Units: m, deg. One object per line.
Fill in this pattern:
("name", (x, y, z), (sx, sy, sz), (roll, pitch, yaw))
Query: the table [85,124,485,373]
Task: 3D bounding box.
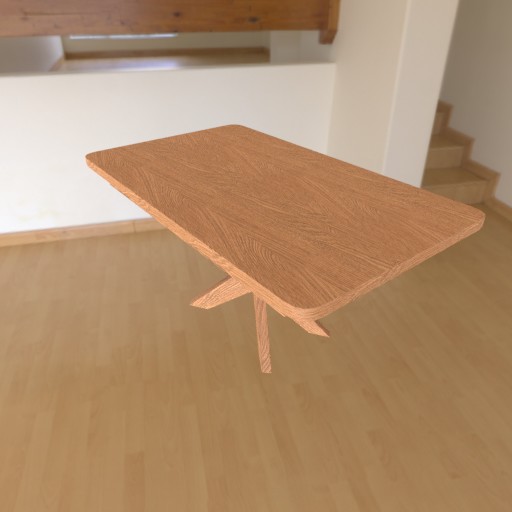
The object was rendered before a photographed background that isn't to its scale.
("table", (0.000, 0.000, 2.112), (0.950, 0.770, 1.600), (-22, 38, -32))
